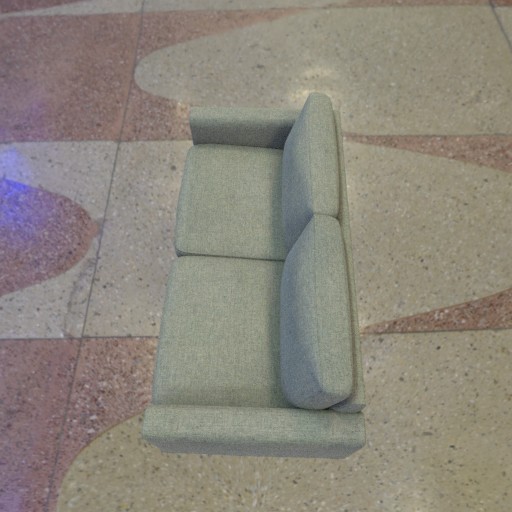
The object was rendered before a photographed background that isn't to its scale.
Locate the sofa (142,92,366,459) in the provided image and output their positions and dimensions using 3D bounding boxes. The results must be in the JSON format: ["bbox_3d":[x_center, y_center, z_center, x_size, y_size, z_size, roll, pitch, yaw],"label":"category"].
[{"bbox_3d":[0.000,0.000,2.451,0.969,0.892,1.978,2,60,1],"label":"sofa"}]
